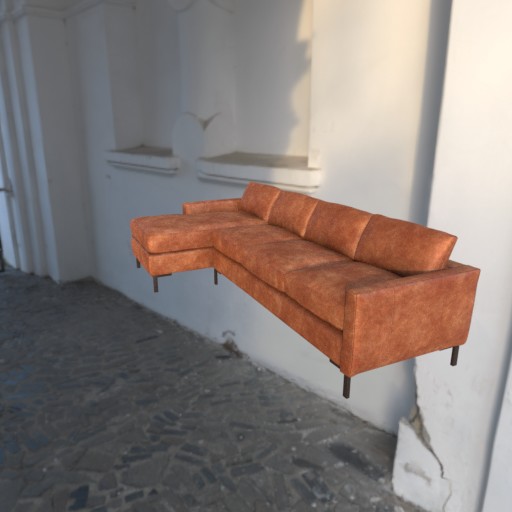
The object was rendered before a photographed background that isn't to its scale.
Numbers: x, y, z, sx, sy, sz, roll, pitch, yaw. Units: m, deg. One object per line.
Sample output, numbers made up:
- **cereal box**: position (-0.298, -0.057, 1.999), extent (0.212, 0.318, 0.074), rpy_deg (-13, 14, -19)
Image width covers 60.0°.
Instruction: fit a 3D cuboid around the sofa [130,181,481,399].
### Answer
- **sofa**: position (0.000, 0.000, 3.607), extent (1.471, 0.859, 2.993), rpy_deg (-8, 18, -25)
